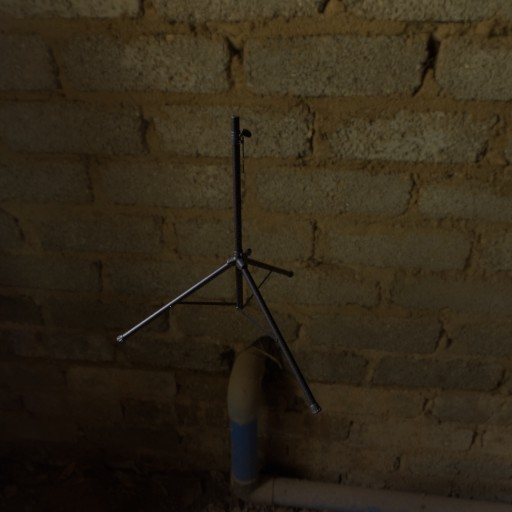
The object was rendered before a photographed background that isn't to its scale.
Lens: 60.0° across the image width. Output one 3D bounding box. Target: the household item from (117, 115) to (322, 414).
[{"bbox_3d":[0.000,0.000,2.729,1.596,1.595,1.339,-18,36,-28],"label":"household item"}]
